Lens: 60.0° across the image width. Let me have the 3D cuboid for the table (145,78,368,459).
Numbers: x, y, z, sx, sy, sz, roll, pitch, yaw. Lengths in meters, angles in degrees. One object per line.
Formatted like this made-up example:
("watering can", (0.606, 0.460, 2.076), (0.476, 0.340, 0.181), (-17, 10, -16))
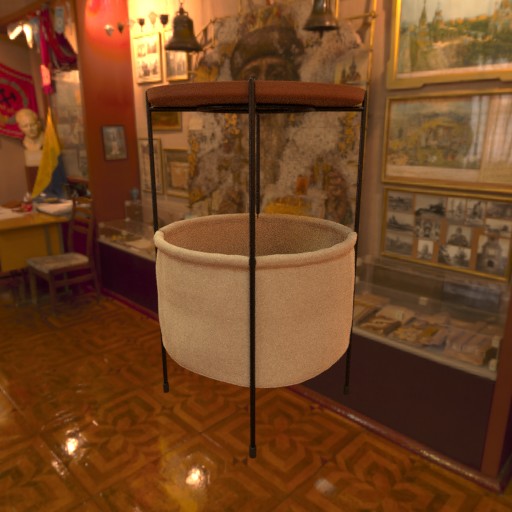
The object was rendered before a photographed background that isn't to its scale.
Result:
("table", (0.000, 0.000, 0.889), (0.393, 0.623, 0.393), (-14, 21, -41))
